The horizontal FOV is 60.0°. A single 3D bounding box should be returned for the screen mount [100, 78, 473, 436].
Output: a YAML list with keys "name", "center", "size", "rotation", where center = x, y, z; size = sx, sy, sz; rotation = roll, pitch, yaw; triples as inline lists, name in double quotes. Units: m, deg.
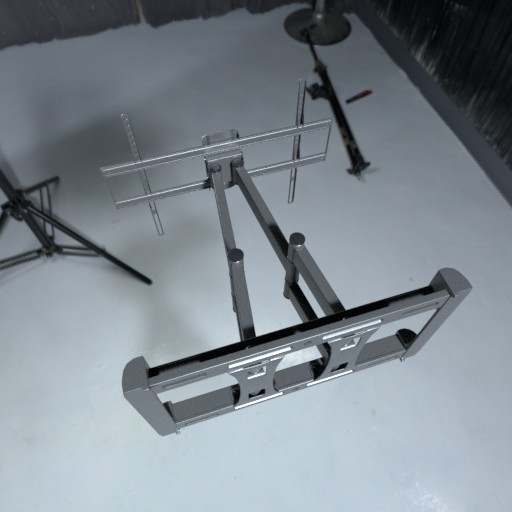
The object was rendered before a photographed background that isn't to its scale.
- name: "screen mount"
  center: [0.000, 0.000, 1.115]
  size: [0.661, 0.491, 0.644]
  rotation: [-15, 59, -9]
